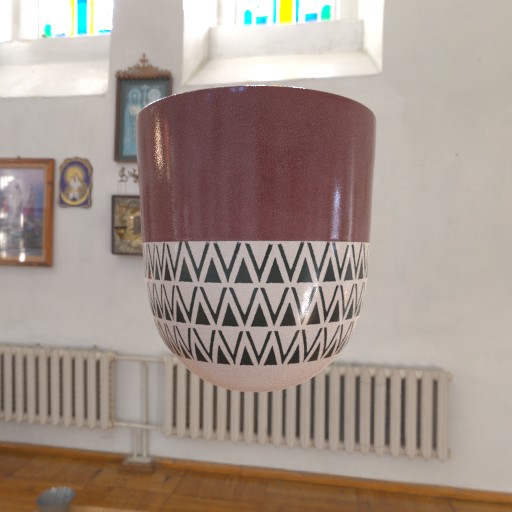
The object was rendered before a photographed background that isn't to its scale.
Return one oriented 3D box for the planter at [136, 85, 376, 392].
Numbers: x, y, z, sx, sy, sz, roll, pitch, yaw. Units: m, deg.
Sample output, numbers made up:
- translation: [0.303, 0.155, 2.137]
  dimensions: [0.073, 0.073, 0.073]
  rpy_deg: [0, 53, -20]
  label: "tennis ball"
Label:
- translation: [0.000, 0.000, 0.373]
  dimensions: [0.195, 0.214, 0.195]
  rpy_deg: [0, 1, 0]
  label: "planter"
